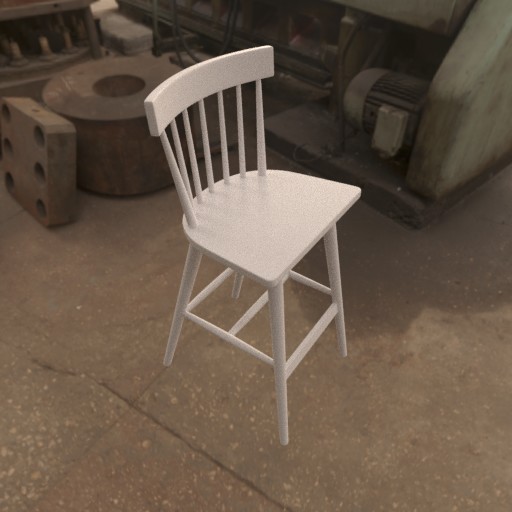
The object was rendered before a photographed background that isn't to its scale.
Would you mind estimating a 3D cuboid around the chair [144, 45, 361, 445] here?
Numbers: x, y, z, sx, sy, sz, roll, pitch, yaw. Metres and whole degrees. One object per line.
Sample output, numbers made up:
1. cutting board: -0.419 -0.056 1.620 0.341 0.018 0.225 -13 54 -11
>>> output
1. chair: 0.000 0.000 1.391 0.572 1.092 0.483 25 47 26
